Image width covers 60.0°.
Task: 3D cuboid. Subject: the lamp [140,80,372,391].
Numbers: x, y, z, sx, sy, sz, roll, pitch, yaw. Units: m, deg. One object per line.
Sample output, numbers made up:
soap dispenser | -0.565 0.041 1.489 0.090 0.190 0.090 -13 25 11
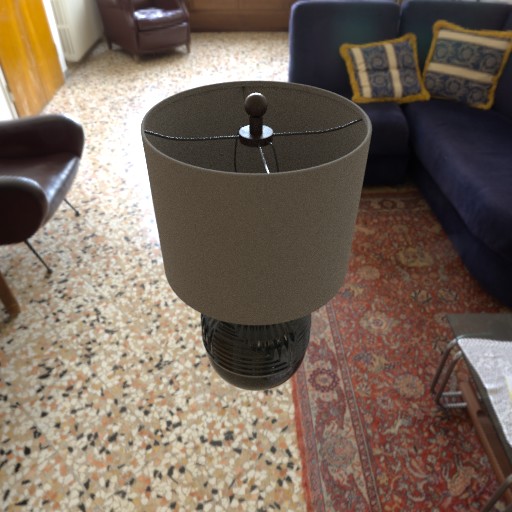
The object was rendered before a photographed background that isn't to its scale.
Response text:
lamp | 0.000 0.000 0.777 0.318 0.567 0.318 0 40 0
